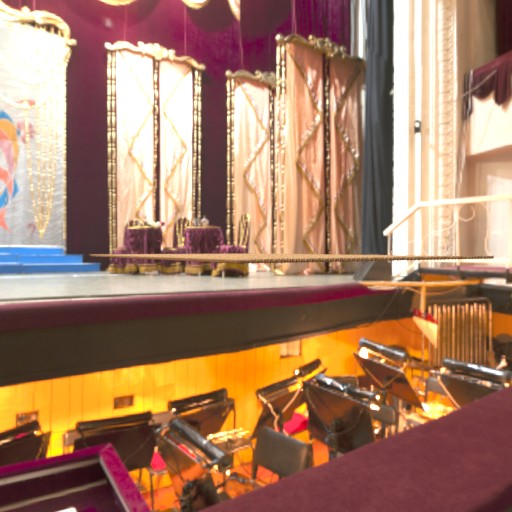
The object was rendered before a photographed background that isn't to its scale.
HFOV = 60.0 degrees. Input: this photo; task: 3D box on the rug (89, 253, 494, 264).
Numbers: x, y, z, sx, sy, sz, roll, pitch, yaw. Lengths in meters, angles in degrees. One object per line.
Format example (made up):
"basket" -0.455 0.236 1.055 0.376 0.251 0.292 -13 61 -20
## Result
"rug" 0.000 0.000 2.253 1.223 0.015 1.771 -1 1 -34
